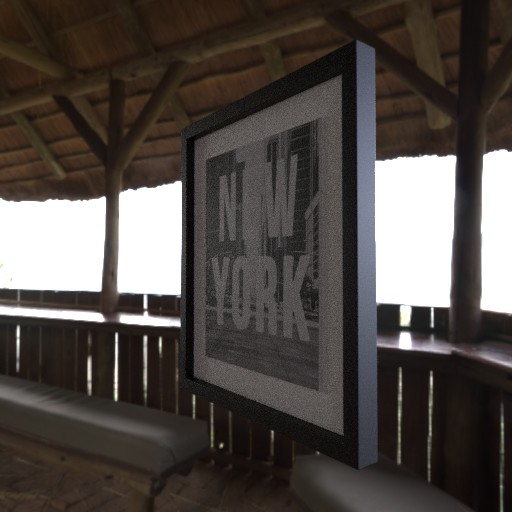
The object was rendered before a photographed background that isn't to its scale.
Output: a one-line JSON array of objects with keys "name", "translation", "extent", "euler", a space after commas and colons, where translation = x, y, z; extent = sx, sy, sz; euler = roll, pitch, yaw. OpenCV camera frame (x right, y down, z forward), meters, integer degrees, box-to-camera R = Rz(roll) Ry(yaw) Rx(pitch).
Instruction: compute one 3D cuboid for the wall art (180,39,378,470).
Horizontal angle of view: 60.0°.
[{"name": "wall art", "translation": [0.000, 0.000, 0.529], "extent": [0.028, 0.381, 0.328], "euler": [1, -2, -38]}]
